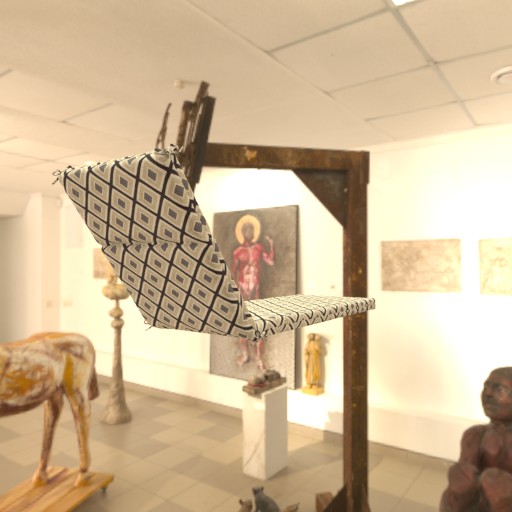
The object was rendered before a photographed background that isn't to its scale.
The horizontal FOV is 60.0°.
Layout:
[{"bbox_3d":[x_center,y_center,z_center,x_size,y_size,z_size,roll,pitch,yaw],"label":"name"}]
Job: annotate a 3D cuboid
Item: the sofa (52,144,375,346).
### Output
[{"bbox_3d":[0.000,0.000,2.008,0.582,0.622,1.663,0,-1,35],"label":"sofa"}]
